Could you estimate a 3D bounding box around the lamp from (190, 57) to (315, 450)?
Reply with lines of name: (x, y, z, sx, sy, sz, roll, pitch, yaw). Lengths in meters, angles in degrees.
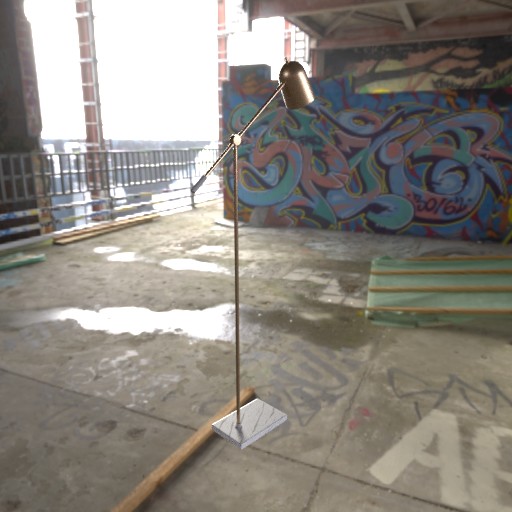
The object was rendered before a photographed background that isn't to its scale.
lamp: (0.000, 0.000, 1.869, 0.194, 1.594, 0.653, 14, 20, 43)
